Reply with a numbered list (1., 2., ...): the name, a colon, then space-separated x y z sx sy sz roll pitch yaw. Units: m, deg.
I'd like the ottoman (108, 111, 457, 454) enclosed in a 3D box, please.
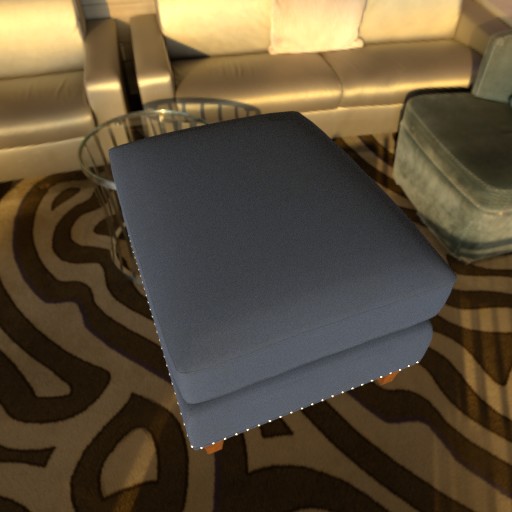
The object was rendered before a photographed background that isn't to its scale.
1. ottoman: 0.000 0.000 1.149 0.584 0.513 0.741 -16 48 -15
